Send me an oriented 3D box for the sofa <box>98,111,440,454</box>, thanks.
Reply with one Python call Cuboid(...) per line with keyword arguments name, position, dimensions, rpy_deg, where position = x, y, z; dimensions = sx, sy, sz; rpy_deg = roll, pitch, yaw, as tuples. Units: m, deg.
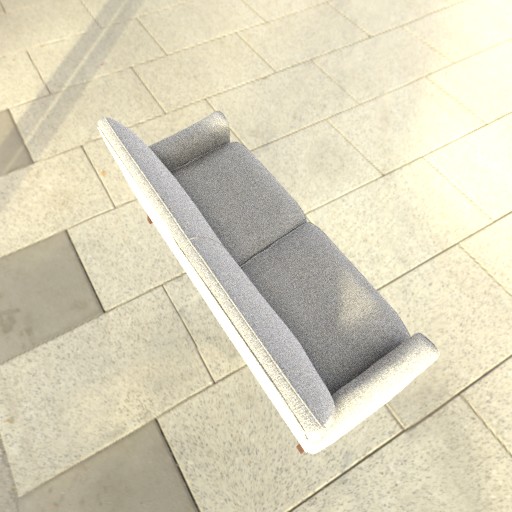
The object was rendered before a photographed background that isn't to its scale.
Cuboid(name="sofa", position=(0.000, 0.000, 2.535), dimensions=(0.854, 0.942, 2.026), rpy_deg=(-29, 62, -17))
